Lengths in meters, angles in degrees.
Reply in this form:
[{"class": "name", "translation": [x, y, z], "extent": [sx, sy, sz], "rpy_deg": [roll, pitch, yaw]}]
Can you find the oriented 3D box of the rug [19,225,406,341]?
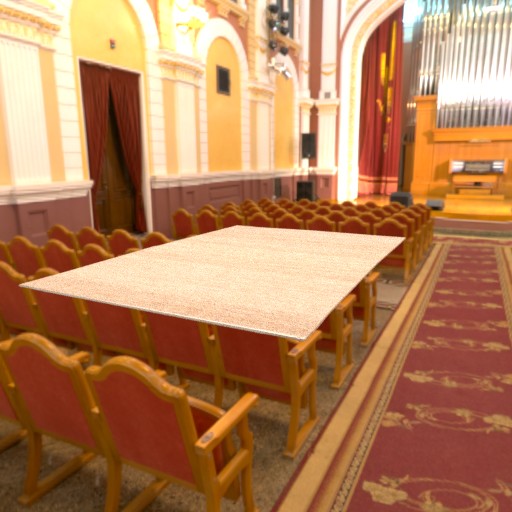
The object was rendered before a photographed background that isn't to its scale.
[{"class": "rug", "translation": [0.000, 0.000, 2.957], "extent": [1.574, 0.029, 2.346], "rpy_deg": [6, 14, 26]}]
